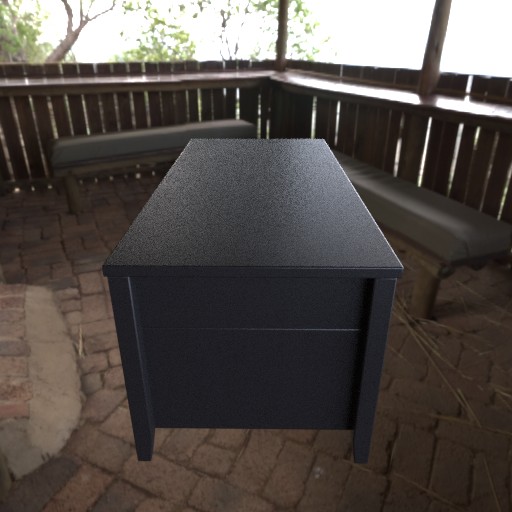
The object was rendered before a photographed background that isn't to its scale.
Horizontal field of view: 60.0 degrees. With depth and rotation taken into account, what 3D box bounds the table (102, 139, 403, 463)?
[{"bbox_3d":[0.000,0.000,1.263,0.483,0.457,1.016,0,26,1],"label":"table"}]
